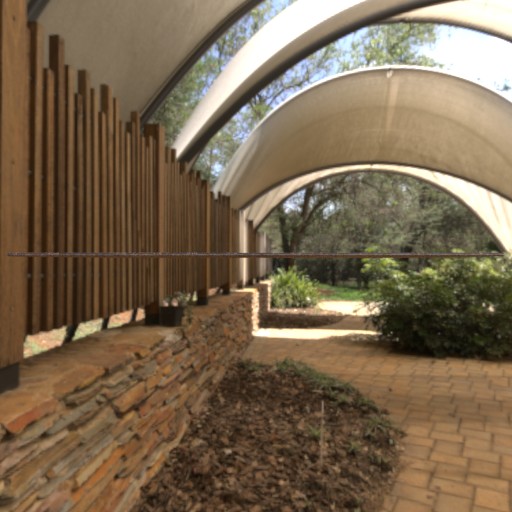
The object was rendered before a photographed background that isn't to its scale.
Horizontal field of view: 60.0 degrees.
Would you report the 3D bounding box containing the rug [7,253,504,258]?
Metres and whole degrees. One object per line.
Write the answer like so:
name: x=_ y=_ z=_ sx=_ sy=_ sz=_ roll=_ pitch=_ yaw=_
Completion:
rug: x=0.000 y=0.000 z=2.947 sx=2.449 sy=0.018 sz=1.539 roll=0 pitch=-1 yaw=1
